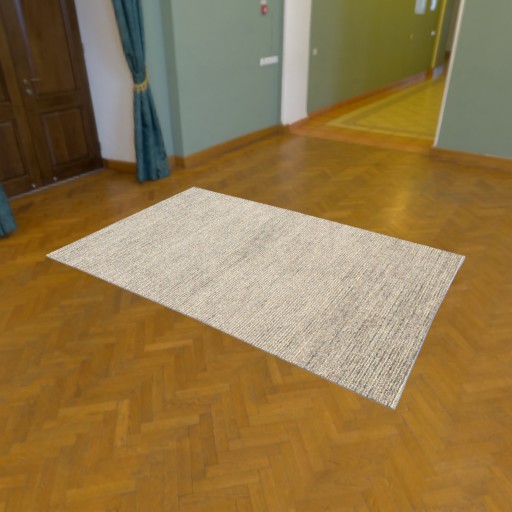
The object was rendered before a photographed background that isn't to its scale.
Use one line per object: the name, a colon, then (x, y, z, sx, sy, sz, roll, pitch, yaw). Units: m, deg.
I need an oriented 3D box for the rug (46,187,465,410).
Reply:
rug: (0.000, 0.000, 2.250, 1.804, 0.022, 1.162, 18, 34, 28)
